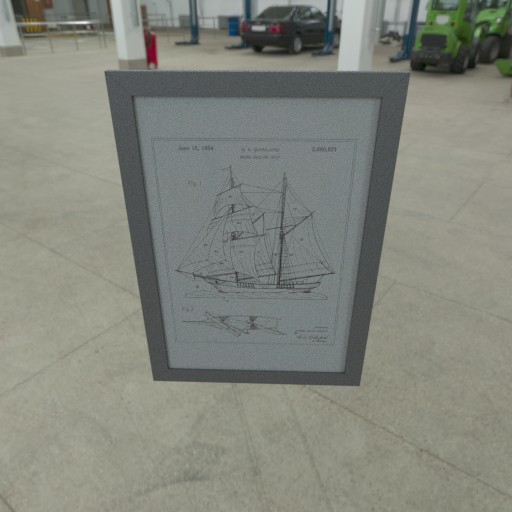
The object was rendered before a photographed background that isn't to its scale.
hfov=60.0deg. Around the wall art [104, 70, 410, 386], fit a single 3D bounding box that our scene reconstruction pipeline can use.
[{"bbox_3d":[0.000,0.000,0.687,0.380,0.534,0.013,1,30,2],"label":"wall art"}]
